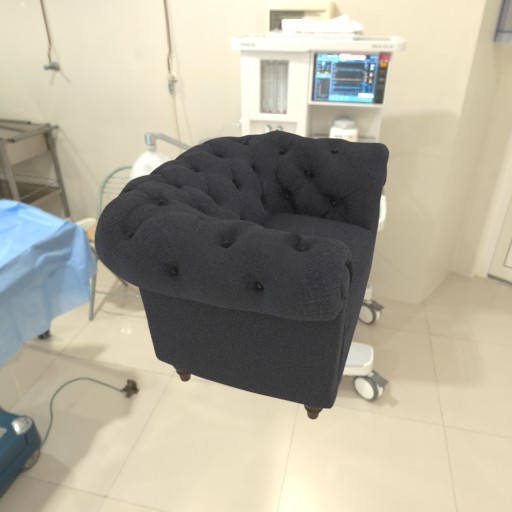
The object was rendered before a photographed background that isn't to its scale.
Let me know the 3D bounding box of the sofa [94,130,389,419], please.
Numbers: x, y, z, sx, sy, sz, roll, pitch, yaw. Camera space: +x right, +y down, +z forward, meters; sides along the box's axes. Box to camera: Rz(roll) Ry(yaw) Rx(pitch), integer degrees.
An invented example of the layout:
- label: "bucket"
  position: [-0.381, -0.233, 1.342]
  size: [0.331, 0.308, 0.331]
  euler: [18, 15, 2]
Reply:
- label: "sofa"
  position: [0.000, 0.000, 2.070]
  size: [1.032, 0.878, 1.405]
  euler: [11, 31, 18]
